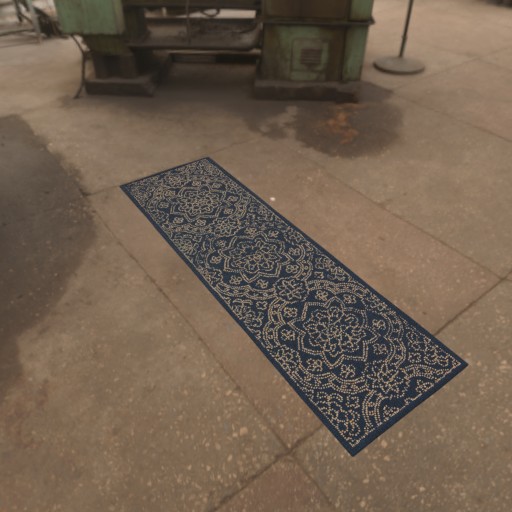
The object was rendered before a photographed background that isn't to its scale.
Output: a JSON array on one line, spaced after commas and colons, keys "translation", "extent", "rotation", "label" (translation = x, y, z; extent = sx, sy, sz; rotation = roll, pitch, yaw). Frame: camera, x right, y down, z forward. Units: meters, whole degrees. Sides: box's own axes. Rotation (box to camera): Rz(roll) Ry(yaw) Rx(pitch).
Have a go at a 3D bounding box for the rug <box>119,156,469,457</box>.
[{"translation": [0.000, 0.000, 2.694], "extent": [0.769, 0.012, 2.448], "rotation": [-25, 47, -25], "label": "rug"}]
